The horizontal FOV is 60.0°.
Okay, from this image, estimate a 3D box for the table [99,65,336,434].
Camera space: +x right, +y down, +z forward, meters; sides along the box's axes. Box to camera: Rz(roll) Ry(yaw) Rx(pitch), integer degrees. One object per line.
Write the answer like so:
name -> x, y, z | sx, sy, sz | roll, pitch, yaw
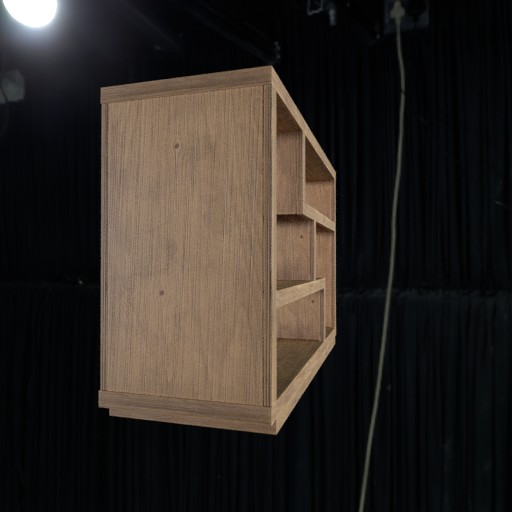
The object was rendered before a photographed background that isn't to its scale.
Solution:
table -> 0.000, 0.000, 1.514 | 0.410, 0.771, 1.151 | 0, -1, 17
